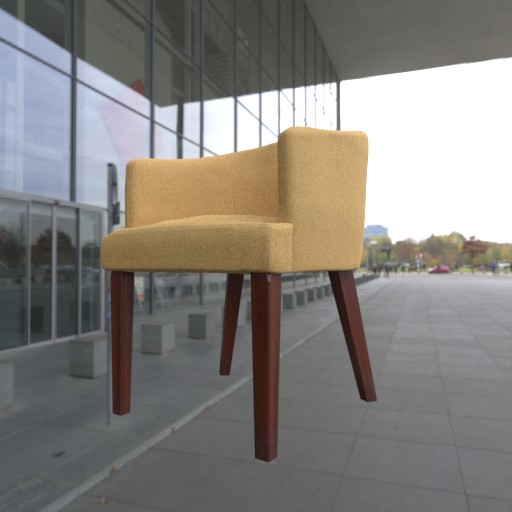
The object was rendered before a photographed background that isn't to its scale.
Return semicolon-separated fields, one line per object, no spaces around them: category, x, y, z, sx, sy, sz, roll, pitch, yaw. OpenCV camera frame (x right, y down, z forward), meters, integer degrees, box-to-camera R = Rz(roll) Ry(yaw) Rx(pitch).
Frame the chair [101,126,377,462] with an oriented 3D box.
chair;0.000;0.000;1.242;0.583;0.811;0.655;-1;-1;35
